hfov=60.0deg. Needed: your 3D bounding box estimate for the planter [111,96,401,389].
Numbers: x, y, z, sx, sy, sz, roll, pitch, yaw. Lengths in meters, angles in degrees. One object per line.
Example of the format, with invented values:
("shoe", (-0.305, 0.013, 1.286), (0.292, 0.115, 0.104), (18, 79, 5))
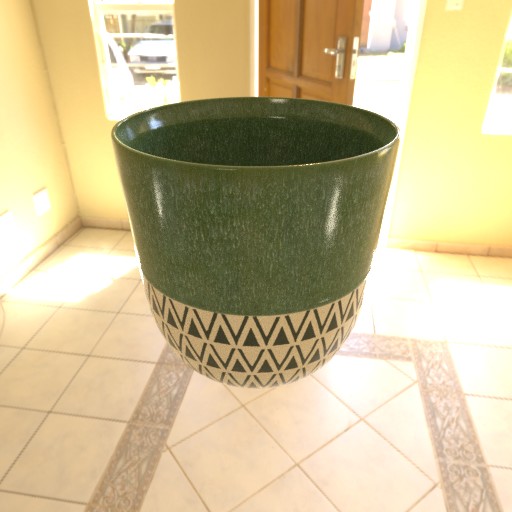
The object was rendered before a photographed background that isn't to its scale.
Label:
("planter", (0.000, 0.000, 0.361), (0.195, 0.214, 0.195), (0, 30, 0))
